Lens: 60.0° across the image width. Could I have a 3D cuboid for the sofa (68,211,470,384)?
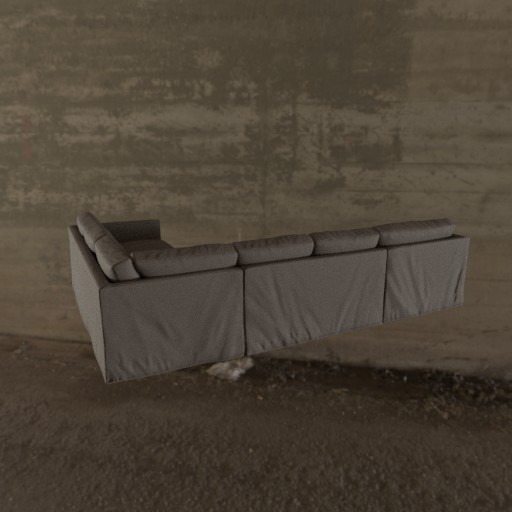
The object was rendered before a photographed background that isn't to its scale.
[{"bbox_3d":[0.000,0.000,4.666,3.528,0.878,2.476,-7,16,-26],"label":"sofa"}]
